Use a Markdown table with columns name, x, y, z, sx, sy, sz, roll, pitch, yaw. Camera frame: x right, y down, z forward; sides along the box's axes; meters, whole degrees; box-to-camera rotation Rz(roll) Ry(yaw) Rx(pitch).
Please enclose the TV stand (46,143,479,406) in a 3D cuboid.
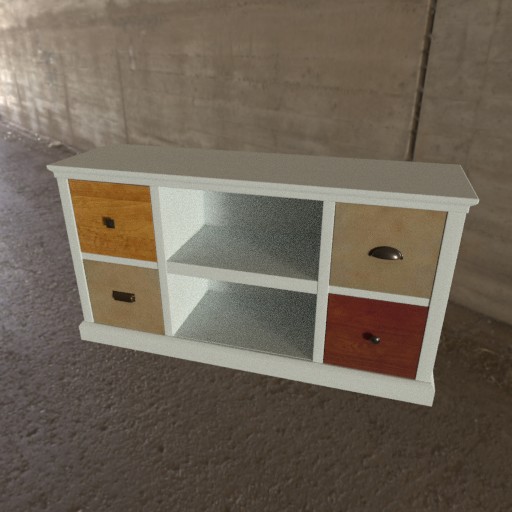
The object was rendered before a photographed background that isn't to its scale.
| name | x | y | z | sx | sy | sz | roll | pitch | yaw |
| --- | --- | --- | --- | --- | --- | --- | --- | --- | --- |
| TV stand | 0.000 | 0.000 | 1.476 | 1.187 | 0.624 | 0.424 | 7 | 26 | 14 |
